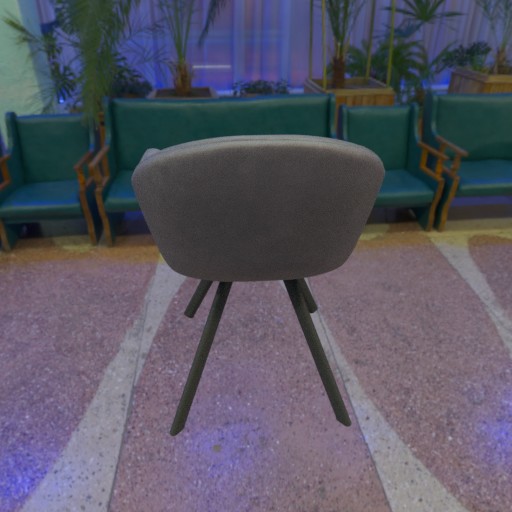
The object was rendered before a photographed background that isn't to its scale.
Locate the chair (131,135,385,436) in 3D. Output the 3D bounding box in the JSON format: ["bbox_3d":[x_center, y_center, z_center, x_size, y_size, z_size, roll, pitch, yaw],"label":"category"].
[{"bbox_3d":[0.000,0.000,1.164,0.567,0.781,0.544,-2,32,-3],"label":"chair"}]
